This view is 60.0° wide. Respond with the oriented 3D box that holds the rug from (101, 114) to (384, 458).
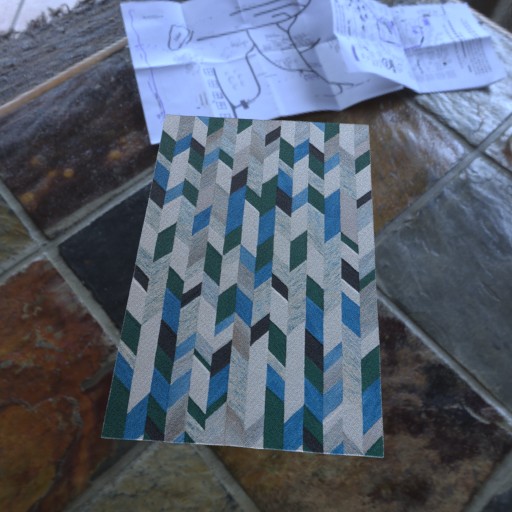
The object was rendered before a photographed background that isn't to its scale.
[{"bbox_3d":[0.000,0.000,2.285,1.229,0.005,1.827,4,65,2],"label":"rug"}]
